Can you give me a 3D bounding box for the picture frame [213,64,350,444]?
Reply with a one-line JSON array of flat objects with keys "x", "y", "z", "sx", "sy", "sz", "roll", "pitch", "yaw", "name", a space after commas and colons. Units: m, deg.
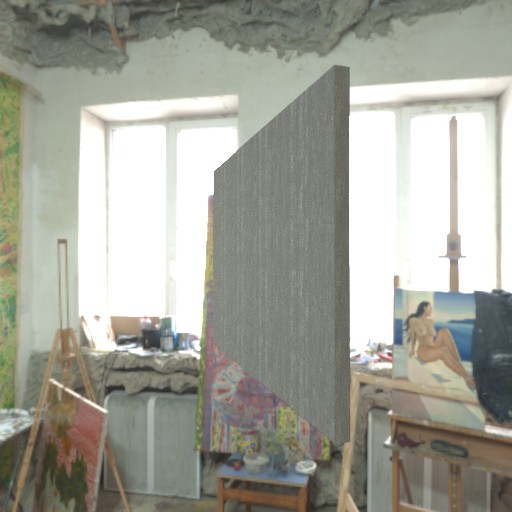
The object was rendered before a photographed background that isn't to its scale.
[{"x": 0.000, "y": 0.000, "z": 1.204, "sx": 0.029, "sy": 0.640, "sz": 0.950, "roll": 0, "pitch": -1, "yaw": -18, "name": "picture frame"}]
